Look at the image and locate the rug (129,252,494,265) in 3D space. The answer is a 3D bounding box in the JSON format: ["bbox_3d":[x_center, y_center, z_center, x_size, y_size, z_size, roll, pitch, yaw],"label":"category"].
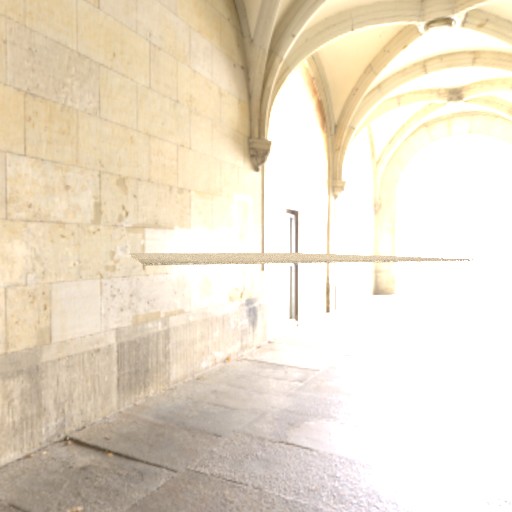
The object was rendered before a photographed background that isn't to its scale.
[{"bbox_3d":[0.000,0.000,2.268,1.211,0.007,1.827,0,1,-17],"label":"rug"}]
